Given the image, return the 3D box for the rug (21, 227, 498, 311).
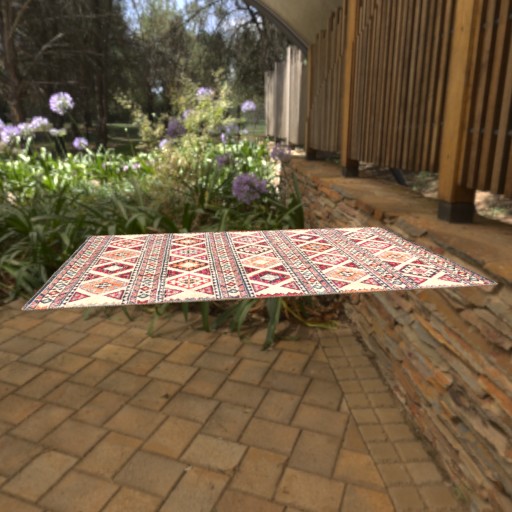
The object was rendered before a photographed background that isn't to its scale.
[{"bbox_3d":[0.000,0.000,2.953,2.440,0.010,1.545,-2,16,-8],"label":"rug"}]
